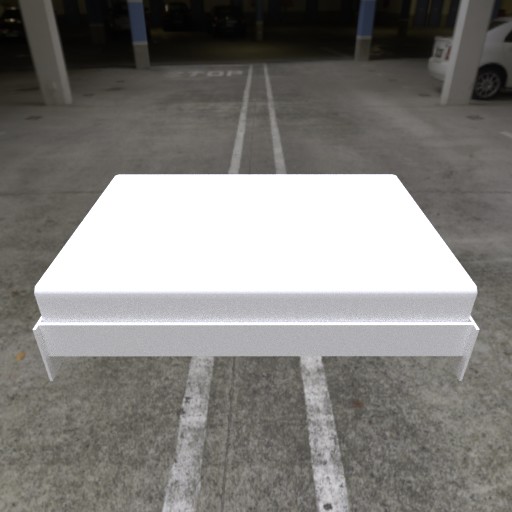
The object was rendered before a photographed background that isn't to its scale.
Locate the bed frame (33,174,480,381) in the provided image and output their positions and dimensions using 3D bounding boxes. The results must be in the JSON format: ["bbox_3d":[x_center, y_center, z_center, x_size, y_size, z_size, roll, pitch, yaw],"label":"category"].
[{"bbox_3d":[0.000,0.000,2.579,1.945,0.497,1.445,0,32,0],"label":"bed frame"}]
